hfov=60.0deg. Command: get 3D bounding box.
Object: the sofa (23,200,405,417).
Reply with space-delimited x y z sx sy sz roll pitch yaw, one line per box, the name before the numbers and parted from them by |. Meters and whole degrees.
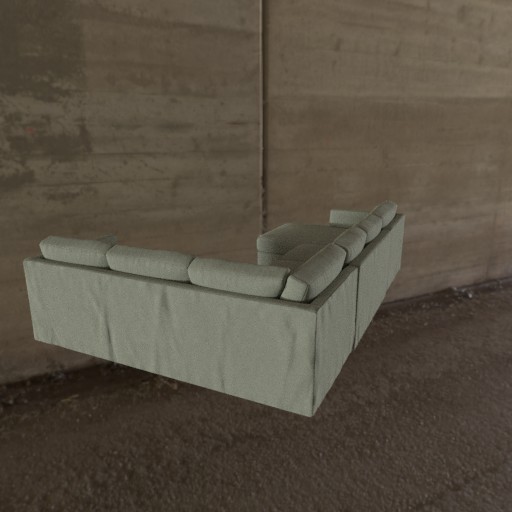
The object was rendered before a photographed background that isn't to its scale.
sofa | 0.000 0.000 4.515 2.440 0.869 3.434 7 17 25
